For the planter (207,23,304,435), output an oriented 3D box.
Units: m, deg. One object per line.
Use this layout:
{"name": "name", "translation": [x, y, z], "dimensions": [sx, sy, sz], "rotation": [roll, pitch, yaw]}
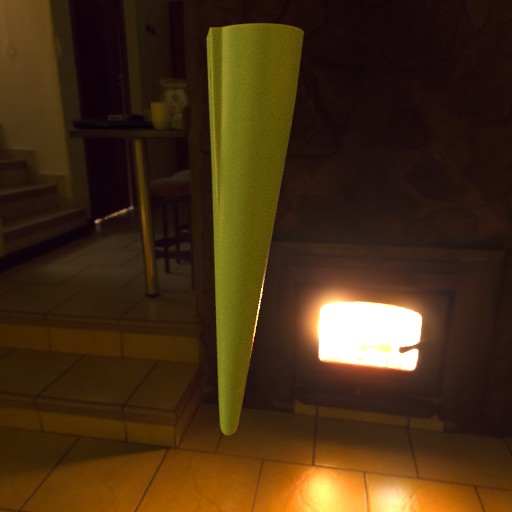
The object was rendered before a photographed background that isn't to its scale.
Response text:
{"name": "planter", "translation": [0.000, 0.000, 0.292], "dimensions": [0.055, 0.268, 0.054], "rotation": [-3, 16, -9]}
